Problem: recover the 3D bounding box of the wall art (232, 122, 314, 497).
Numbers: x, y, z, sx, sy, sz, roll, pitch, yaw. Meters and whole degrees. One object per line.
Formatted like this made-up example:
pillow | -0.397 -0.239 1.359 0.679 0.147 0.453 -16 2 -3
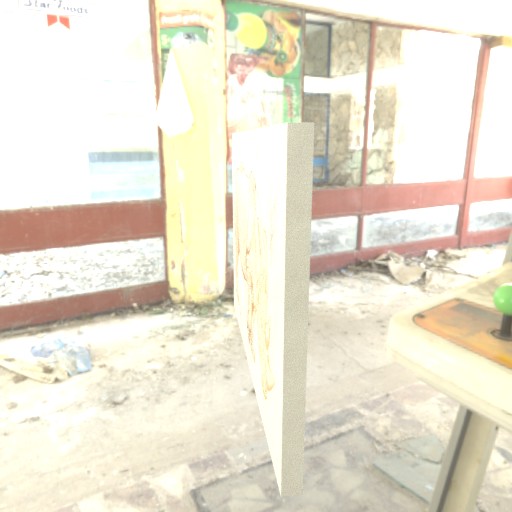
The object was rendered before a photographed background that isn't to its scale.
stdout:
wall art | 0.000 0.000 1.119 0.038 0.610 0.915 -2 15 -7
